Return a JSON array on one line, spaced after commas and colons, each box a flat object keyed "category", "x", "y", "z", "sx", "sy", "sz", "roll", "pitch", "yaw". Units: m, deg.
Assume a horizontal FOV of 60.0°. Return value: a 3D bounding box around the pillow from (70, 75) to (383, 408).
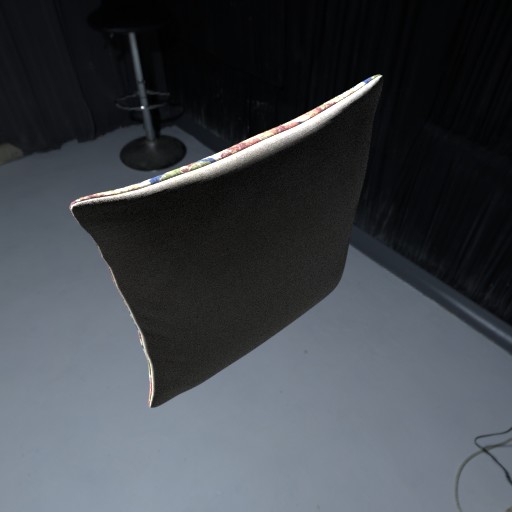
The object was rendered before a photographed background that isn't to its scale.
[{"category": "pillow", "x": 0.000, "y": 0.000, "z": 0.773, "sx": 0.523, "sy": 0.506, "sz": 0.166, "roll": -30, "pitch": 53, "yaw": -26}]
